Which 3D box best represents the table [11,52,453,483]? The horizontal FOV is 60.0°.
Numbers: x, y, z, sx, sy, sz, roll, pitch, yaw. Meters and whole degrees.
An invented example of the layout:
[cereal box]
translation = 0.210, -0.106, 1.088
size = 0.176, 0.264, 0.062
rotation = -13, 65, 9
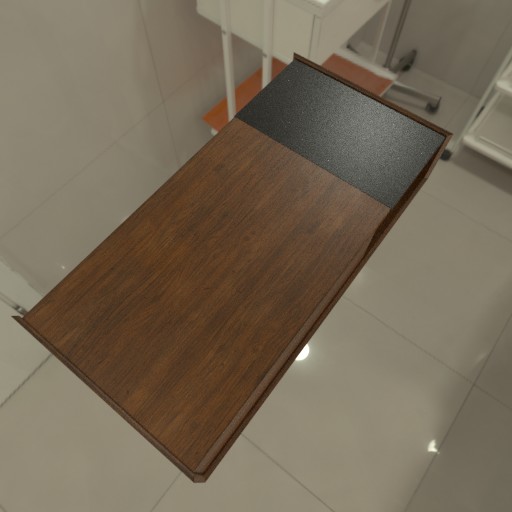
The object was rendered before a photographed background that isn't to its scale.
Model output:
[table]
translation = 0.000, 0.000, 1.471
size = 0.610, 0.508, 1.221
rotation = 35, 68, 16
